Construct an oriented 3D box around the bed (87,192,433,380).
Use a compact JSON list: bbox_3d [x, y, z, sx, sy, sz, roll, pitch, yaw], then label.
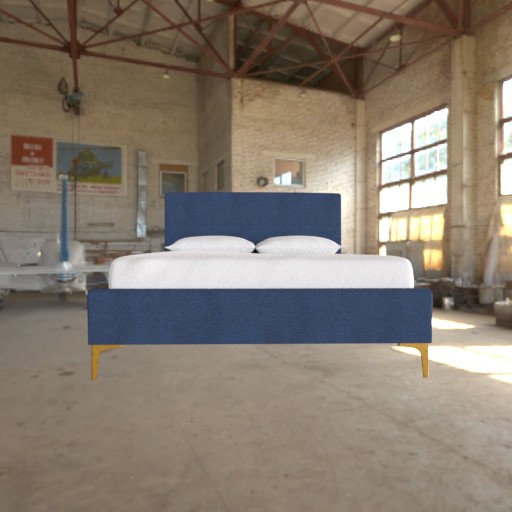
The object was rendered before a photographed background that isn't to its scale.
[{"bbox_3d":[0.000,0.000,3.275,1.723,1.231,2.172,0,0,-1],"label":"bed"}]
